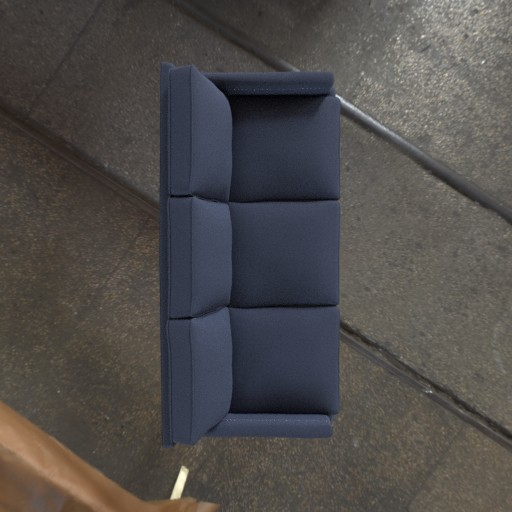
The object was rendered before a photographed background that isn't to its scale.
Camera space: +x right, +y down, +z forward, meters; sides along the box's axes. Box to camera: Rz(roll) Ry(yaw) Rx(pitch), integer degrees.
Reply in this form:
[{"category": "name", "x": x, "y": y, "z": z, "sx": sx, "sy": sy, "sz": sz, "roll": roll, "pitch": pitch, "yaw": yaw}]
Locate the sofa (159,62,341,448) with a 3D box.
[{"category": "sofa", "x": 0.000, "y": 0.000, "z": 2.822, "sx": 1.084, "sy": 1.003, "sz": 2.246, "roll": 0, "pitch": 91, "yaw": 0}]
